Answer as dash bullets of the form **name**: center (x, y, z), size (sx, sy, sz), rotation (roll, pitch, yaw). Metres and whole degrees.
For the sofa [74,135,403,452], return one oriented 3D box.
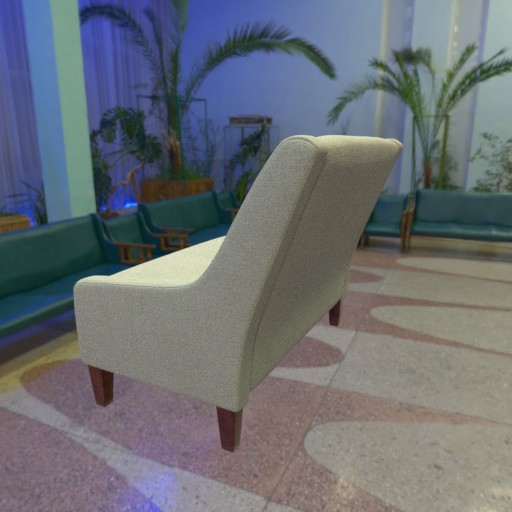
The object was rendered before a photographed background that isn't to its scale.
- **sofa**: center (0.000, 0.000, 1.880), size (0.946, 0.976, 1.212), rotation (7, 16, 26)
